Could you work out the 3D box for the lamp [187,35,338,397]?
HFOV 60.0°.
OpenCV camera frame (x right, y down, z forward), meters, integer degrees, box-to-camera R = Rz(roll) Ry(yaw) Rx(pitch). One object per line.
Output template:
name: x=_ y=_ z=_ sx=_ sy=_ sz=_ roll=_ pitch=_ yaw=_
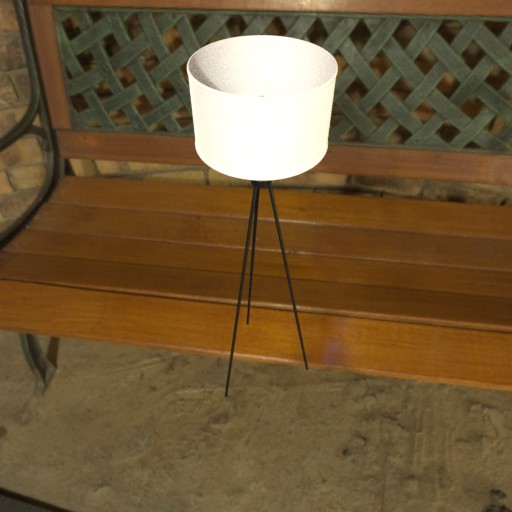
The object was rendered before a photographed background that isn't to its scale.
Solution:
lamp: x=0.000 y=0.000 z=1.771 sx=0.448 sy=1.545 sz=0.458 roll=-17 pitch=48 yaw=-16
